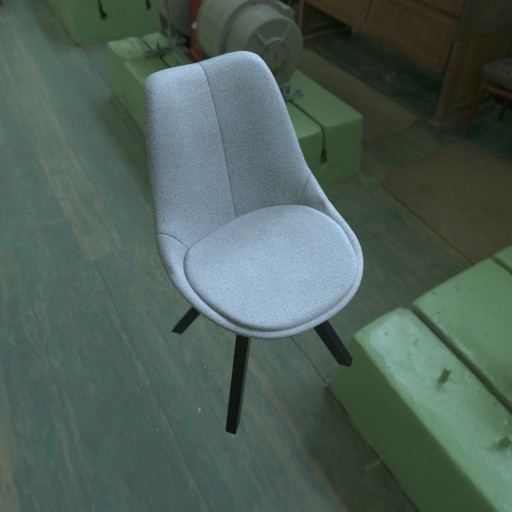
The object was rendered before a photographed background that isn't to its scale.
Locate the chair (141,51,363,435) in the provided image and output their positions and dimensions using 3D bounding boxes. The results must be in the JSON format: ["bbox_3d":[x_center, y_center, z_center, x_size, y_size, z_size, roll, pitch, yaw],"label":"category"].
[{"bbox_3d":[0.000,0.000,1.179,0.485,0.850,0.550,-24,52,-21],"label":"chair"}]
